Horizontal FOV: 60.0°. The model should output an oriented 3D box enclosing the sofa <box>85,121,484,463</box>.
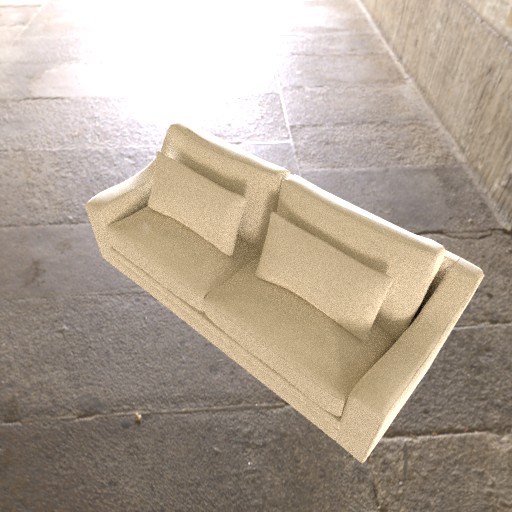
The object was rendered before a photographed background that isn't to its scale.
[{"bbox_3d":[0.000,0.000,2.953,2.470,1.022,1.009,32,54,27],"label":"sofa"}]
